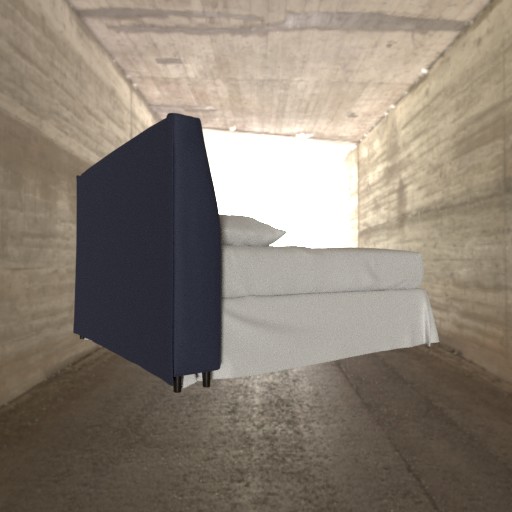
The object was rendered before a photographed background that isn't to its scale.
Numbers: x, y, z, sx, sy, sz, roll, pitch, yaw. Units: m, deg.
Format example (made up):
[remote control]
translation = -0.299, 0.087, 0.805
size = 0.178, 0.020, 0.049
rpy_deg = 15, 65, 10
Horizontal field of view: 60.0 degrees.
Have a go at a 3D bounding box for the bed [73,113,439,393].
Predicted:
[bed]
translation = 0.000, 0.000, 3.454
size = 2.276, 1.332, 1.925
rpy_deg = 1, -1, -35
